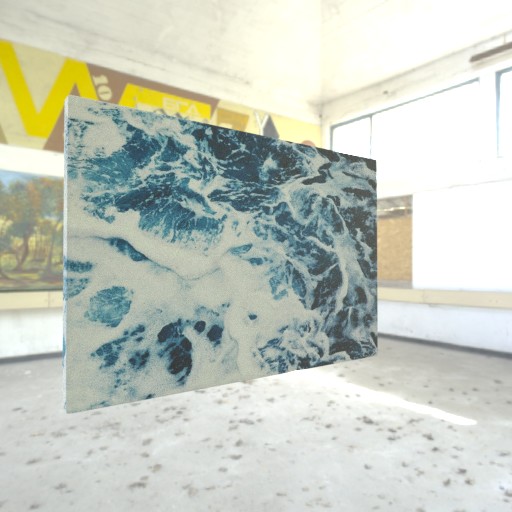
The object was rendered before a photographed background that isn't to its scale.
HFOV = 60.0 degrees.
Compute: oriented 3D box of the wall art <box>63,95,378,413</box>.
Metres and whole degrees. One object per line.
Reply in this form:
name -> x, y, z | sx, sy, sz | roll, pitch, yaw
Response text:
wall art -> 0.000, 0.000, 1.876 | 1.524, 1.017, 0.055 | 1, -1, -36
